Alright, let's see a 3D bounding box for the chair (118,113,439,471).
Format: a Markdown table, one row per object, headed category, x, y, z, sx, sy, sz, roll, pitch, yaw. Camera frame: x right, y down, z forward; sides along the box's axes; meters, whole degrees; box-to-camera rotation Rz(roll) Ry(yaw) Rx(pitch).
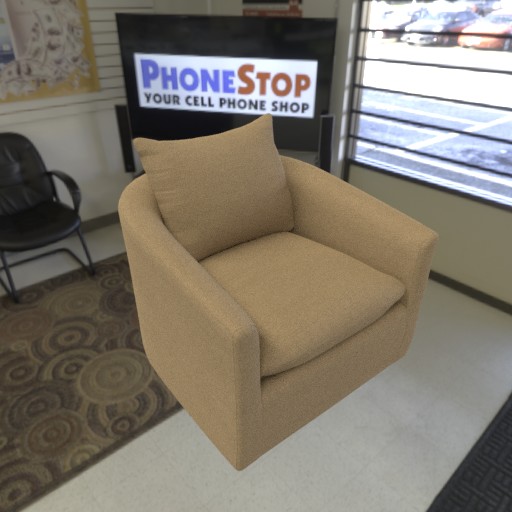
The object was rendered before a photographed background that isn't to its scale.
| category | x | y | z | sx | sy | sz | roll | pitch | yaw |
| --- | --- | --- | --- | --- | --- | --- | --- | --- | --- |
| chair | 0.000 | 0.000 | 1.607 | 0.845 | 0.848 | 0.910 | -21 | 36 | -32 |
